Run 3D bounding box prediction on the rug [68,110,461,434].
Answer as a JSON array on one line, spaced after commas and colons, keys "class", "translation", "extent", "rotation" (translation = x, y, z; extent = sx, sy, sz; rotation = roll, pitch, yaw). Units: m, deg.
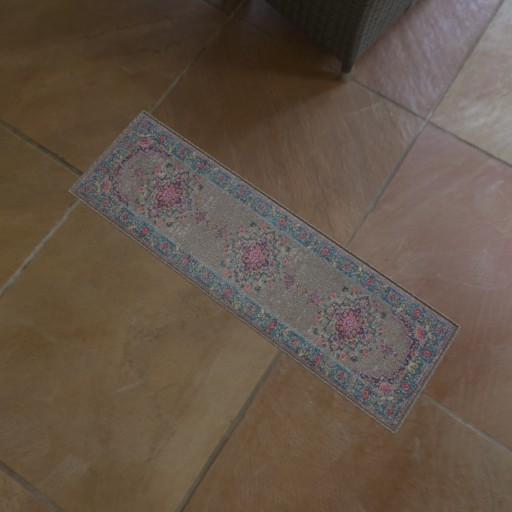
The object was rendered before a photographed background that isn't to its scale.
[{"class": "rug", "translation": [0.000, 0.000, 2.025], "extent": [1.827, 0.012, 0.553], "rotation": [35, 77, 9]}]
